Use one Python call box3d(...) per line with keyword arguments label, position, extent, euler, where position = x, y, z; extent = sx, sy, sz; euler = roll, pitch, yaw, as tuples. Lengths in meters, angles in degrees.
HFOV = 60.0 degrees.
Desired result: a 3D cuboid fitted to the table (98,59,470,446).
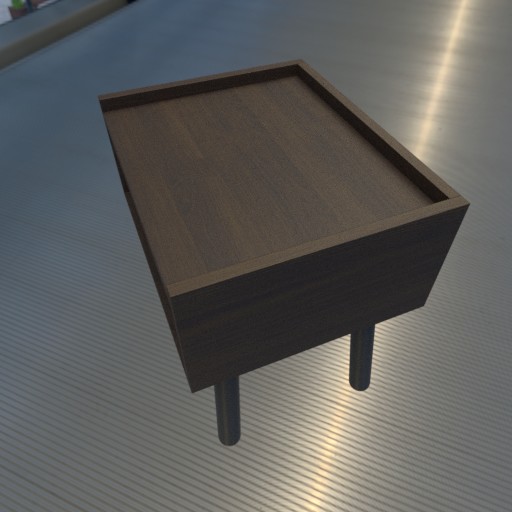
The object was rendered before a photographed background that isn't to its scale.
box3d(label="table", position=(0.000, 0.000, 0.796), extent=(0.370, 0.470, 0.450), euler=(-17, 49, -15))
